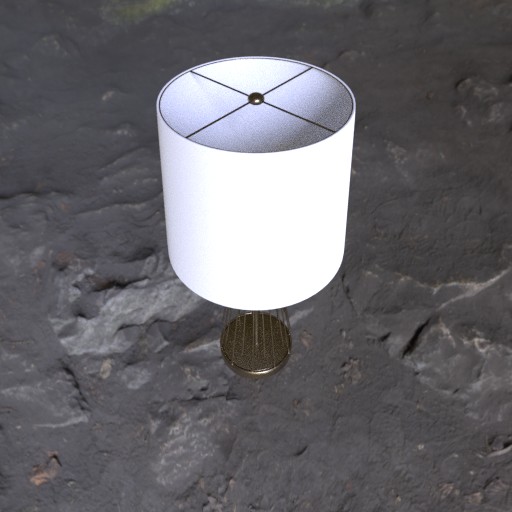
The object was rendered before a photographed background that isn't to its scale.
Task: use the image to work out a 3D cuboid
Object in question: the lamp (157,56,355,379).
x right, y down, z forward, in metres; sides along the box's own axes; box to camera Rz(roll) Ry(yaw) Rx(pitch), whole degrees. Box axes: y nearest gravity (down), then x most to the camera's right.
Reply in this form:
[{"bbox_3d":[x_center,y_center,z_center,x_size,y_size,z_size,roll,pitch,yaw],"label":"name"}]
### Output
[{"bbox_3d":[0.000,0.000,0.802,0.303,0.618,0.303,0,47,0],"label":"lamp"}]
